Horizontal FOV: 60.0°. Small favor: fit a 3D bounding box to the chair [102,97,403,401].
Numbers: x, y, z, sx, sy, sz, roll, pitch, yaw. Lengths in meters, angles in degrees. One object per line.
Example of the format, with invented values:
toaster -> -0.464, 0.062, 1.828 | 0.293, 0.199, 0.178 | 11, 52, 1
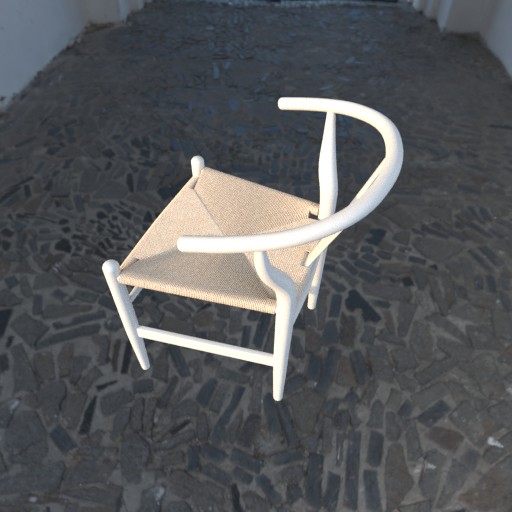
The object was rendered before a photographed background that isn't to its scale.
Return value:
chair -> 0.000, 0.000, 1.149 | 0.579, 0.730, 0.569 | 16, 48, 14
